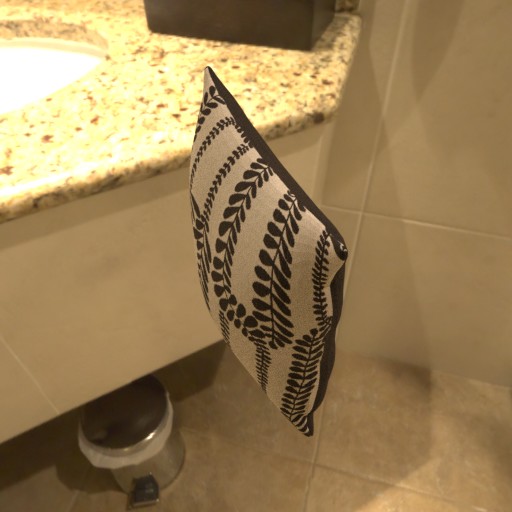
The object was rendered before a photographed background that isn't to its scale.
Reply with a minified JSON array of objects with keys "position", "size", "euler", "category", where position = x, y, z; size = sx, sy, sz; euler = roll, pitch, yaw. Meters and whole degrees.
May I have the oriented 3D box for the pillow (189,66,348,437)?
[{"position":[0.000,0.000,0.700],"size":[0.182,0.441,0.440],"euler":[-16,48,-15],"category":"pillow"}]
